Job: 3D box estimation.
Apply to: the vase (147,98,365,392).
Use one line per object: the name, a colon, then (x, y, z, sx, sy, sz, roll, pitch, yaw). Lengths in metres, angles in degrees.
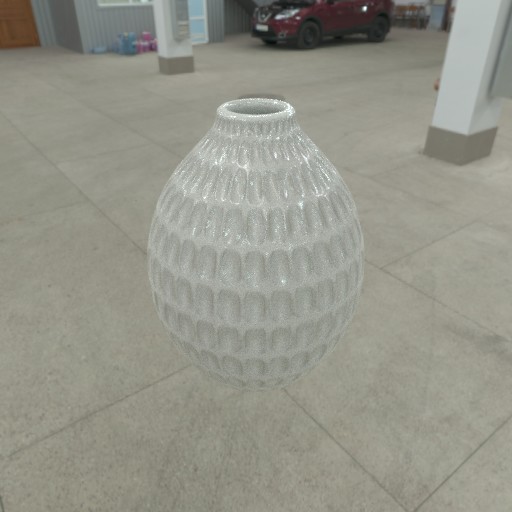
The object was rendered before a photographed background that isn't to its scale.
vase: (0.000, 0.000, 0.338, 0.162, 0.223, 0.162, 0, 32, 0)
